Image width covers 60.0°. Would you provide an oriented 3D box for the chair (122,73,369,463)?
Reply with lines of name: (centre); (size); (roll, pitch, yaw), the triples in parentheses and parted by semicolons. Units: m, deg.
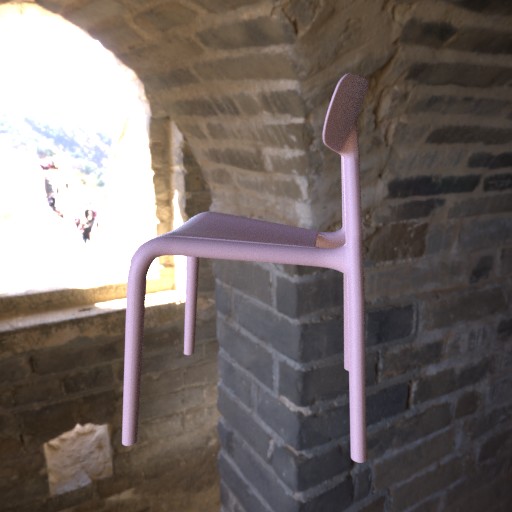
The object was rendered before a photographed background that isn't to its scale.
chair: (0.000, 0.000, 0.806); (0.401, 0.580, 0.356); (2, 14, 9)
